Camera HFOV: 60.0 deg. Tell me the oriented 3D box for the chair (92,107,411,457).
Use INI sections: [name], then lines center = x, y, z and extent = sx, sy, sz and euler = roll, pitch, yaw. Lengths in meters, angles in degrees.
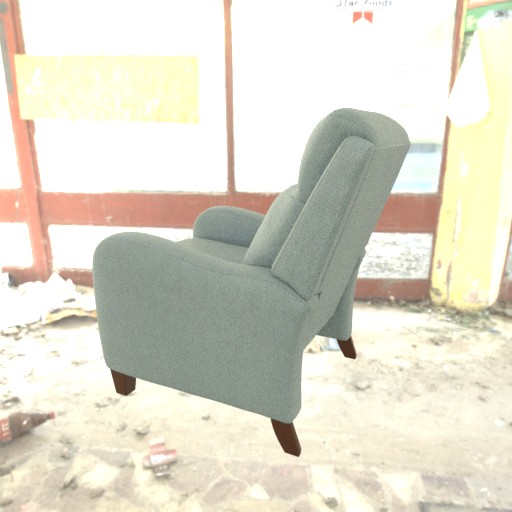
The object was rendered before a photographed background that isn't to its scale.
[chair]
center = 0.000, 0.000, 1.722
extent = 0.988, 1.067, 0.785
euler = 8, 17, 26
